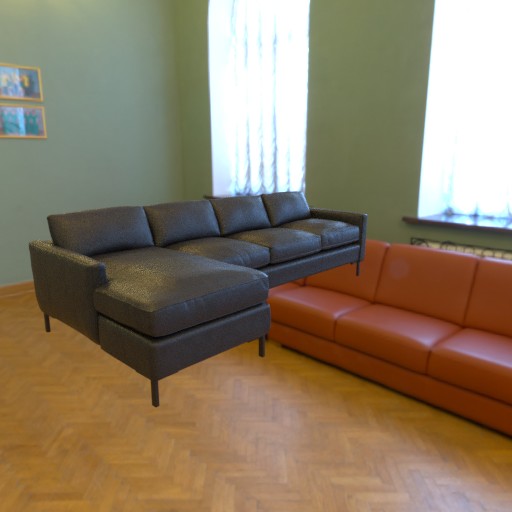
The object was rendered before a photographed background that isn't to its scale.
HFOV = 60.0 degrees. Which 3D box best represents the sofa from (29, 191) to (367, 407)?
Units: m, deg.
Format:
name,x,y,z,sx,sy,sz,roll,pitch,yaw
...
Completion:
name,x,y,z,sx,sy,sz,roll,pitch,yaw
sofa,0.000,0.000,3.623,1.471,0.859,2.993,12,18,42
